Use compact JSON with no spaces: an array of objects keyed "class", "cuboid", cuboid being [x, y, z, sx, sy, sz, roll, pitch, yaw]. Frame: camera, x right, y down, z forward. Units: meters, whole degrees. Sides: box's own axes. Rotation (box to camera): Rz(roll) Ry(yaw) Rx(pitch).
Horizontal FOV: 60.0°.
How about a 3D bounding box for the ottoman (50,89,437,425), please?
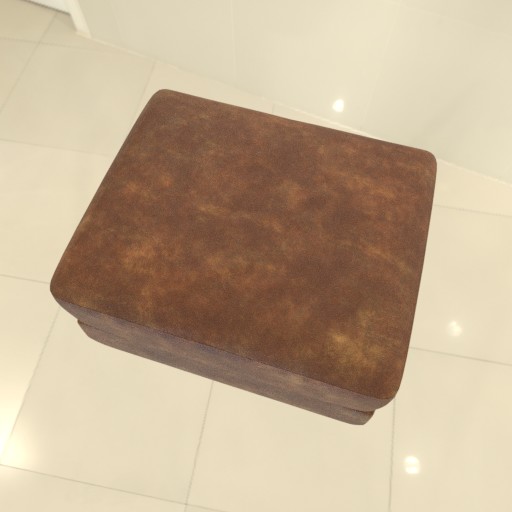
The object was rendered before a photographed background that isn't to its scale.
[{"class":"ottoman","cuboid":[0.000,0.000,1.117,0.751,0.476,0.603,16,66,7]}]
